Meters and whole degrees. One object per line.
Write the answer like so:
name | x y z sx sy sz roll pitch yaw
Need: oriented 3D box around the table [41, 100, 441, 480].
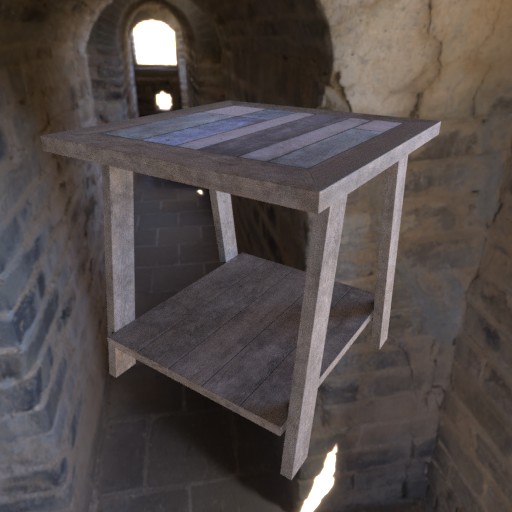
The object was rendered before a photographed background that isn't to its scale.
table | 0.000 0.000 1.079 0.610 0.610 0.610 17 31 30
